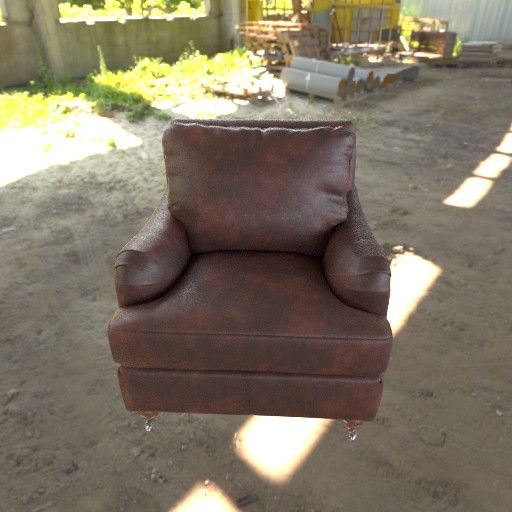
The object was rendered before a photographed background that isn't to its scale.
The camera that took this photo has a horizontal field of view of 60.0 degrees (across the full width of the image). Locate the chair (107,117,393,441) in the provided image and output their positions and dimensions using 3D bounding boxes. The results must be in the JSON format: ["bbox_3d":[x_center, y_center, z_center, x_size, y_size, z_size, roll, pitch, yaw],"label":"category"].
[{"bbox_3d":[0.000,0.000,1.925,0.987,1.051,1.156,1,29,3],"label":"chair"}]
